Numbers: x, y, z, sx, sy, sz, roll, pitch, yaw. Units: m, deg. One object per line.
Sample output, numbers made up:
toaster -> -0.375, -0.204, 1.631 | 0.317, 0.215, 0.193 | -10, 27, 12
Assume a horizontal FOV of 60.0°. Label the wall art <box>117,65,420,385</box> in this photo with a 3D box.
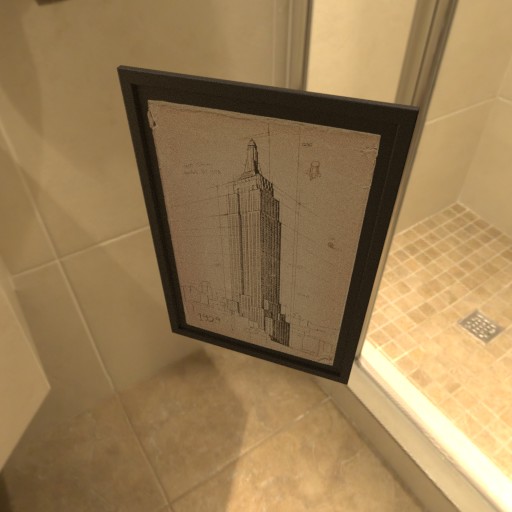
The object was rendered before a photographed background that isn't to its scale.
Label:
wall art -> 0.000, 0.000, 0.855 | 0.451, 0.661, 0.012 | 14, 45, 14
